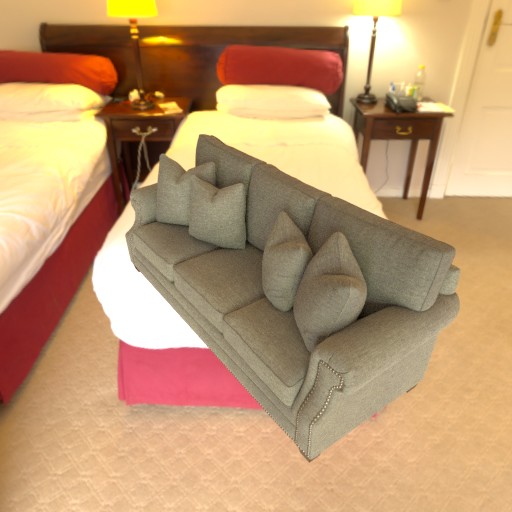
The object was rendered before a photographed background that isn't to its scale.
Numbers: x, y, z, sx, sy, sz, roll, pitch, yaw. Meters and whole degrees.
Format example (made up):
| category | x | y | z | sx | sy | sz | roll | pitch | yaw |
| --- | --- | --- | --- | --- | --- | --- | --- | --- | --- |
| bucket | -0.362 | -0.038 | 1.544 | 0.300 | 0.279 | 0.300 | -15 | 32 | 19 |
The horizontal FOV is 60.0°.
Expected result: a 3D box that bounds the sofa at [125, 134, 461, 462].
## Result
| category | x | y | z | sx | sy | sz | roll | pitch | yaw |
| --- | --- | --- | --- | --- | --- | --- | --- | --- | --- |
| sofa | 0.000 | 0.000 | 2.823 | 0.965 | 0.975 | 2.312 | -21 | 38 | -30 |
